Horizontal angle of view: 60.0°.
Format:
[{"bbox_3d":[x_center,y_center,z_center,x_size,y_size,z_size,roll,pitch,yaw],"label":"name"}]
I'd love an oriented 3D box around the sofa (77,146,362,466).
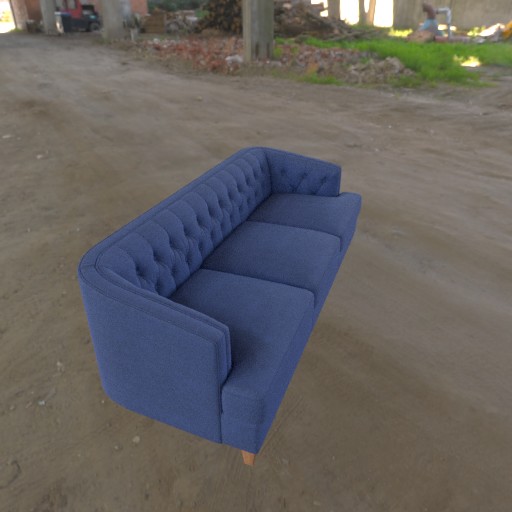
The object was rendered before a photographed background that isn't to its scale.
[{"bbox_3d":[0.000,0.000,2.678,0.914,0.787,2.235,10,30,18],"label":"sofa"}]
